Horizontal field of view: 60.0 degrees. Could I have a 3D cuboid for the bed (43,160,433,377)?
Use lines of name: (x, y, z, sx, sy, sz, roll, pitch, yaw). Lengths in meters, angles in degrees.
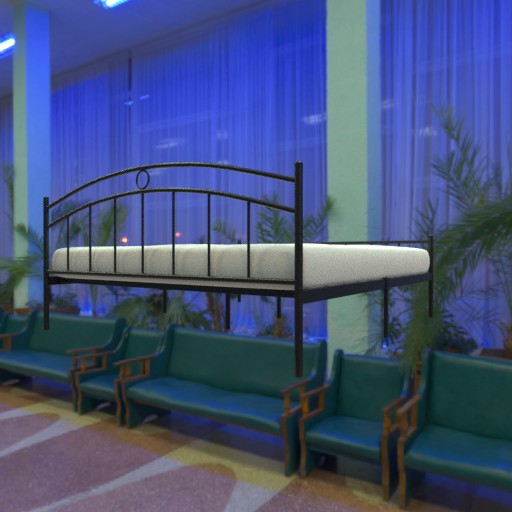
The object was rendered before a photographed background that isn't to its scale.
bed: (0.000, 0.000, 3.101, 1.880, 0.940, 2.040, 0, 0, 36)
